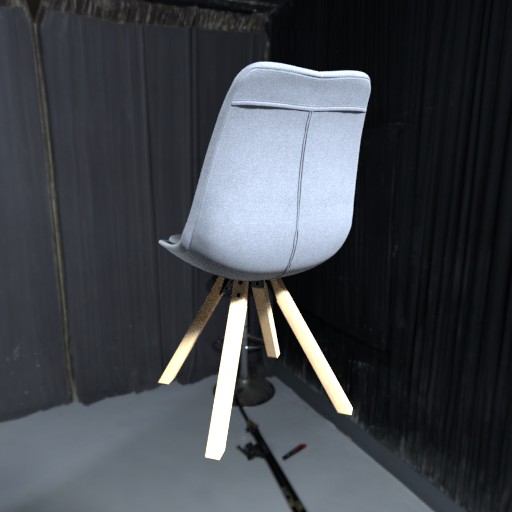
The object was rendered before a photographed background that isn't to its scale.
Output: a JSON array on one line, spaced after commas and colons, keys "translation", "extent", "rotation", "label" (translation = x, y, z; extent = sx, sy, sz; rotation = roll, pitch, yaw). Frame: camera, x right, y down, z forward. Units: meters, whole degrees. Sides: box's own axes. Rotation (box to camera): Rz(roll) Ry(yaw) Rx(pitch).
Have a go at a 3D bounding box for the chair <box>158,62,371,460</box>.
[{"translation": [0.000, 0.000, 1.184], "extent": [0.474, 0.863, 0.549], "rotation": [-7, 15, -26], "label": "chair"}]
